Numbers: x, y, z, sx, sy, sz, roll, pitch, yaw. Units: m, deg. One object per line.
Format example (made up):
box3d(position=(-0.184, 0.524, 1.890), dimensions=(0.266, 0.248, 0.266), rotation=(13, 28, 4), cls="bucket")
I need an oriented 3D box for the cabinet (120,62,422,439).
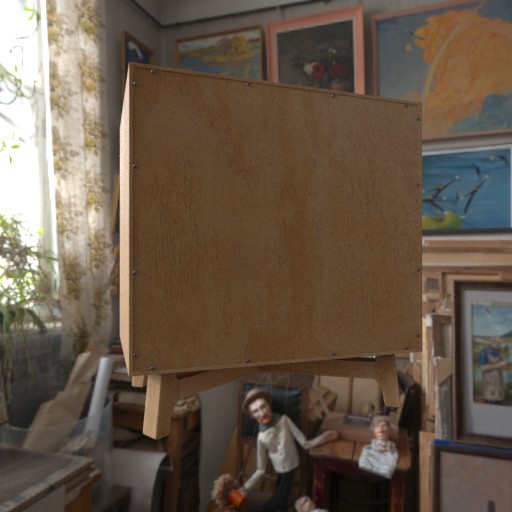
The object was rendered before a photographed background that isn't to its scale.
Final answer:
box3d(position=(0.000, 0.000, 0.960), dimensions=(0.551, 0.599, 0.394), rotation=(0, 0, -19), cls="cabinet")
